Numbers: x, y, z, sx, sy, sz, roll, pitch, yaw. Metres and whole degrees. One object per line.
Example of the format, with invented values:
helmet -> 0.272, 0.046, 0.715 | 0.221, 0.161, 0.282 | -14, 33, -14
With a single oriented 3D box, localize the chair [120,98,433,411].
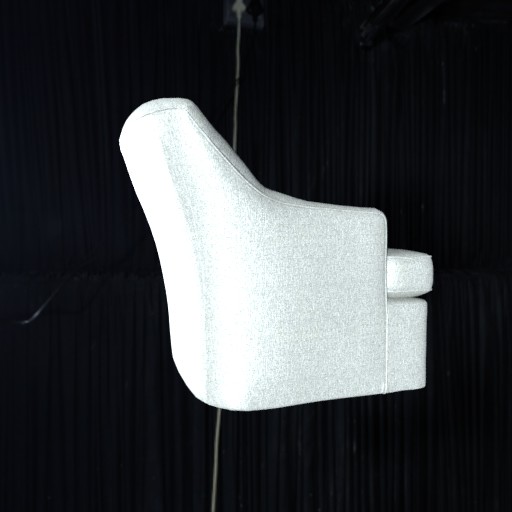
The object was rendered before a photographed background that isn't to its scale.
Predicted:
chair -> 0.000, 0.000, 1.575 | 0.923, 0.856, 0.864 | 0, 1, -17
